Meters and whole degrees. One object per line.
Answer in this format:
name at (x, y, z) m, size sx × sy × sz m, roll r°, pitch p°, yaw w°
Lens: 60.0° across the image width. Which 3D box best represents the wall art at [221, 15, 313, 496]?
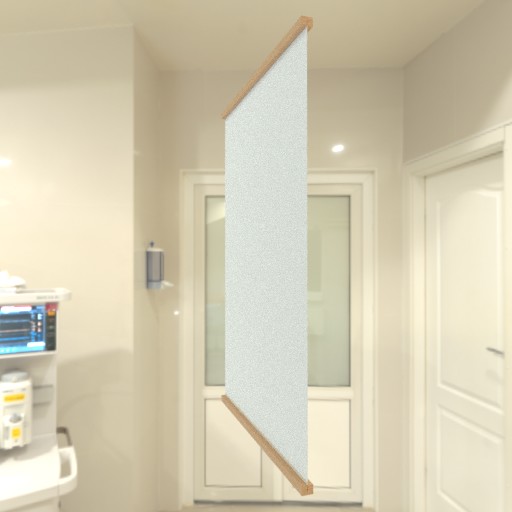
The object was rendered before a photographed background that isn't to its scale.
wall art at (0.000, 0.000, 0.631) m, size 0.013 × 0.510 × 0.335 m, roll 0°, pitch -1°, yaw -19°
